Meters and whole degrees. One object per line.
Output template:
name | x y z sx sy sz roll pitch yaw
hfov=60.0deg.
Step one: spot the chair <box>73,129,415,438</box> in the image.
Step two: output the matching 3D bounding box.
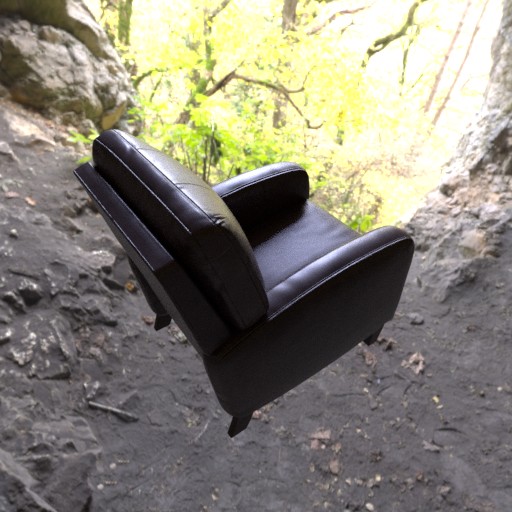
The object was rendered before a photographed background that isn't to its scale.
chair | 0.000 0.000 1.678 0.990 0.990 0.762 -25 47 -26
